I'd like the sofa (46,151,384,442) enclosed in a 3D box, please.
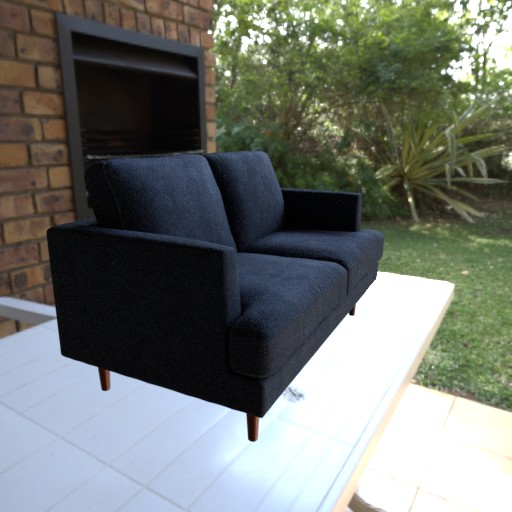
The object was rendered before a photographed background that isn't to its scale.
[{"bbox_3d":[0.000,0.000,2.098,0.903,0.944,1.582,8,17,26],"label":"sofa"}]
